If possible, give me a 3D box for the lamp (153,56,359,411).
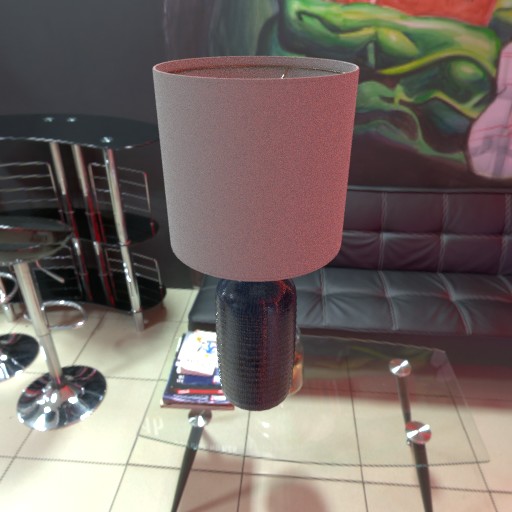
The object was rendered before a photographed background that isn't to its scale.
[{"bbox_3d":[0.000,0.000,0.598,0.220,0.475,0.220,20,35,32],"label":"lamp"}]
